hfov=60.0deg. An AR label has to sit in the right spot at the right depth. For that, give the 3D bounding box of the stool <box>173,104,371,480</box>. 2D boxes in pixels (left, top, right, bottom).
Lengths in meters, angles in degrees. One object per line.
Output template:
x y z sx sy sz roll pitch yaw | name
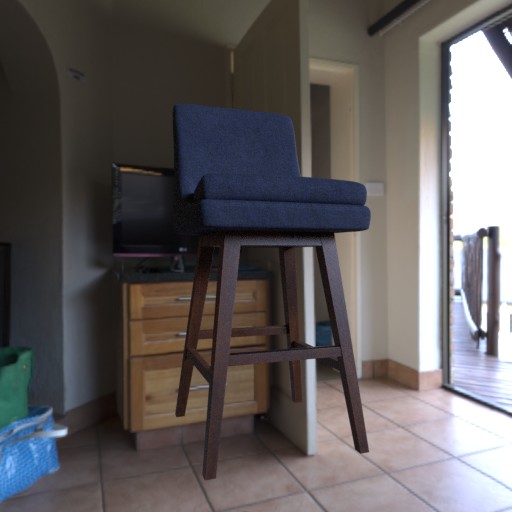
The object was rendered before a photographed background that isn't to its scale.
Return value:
0.000 0.000 1.385 0.489 1.068 0.572 0 1 -19 | stool
